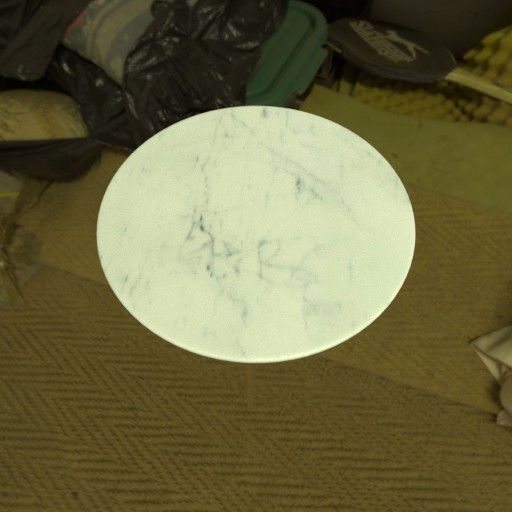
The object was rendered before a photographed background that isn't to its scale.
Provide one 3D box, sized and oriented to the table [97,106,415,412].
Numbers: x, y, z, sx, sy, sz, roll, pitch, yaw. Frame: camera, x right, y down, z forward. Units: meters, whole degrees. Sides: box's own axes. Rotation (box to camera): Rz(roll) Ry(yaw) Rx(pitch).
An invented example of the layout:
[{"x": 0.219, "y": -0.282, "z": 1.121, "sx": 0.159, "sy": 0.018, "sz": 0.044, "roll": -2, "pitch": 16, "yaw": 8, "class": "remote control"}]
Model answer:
[{"x": 0.000, "y": 0.000, "z": 1.318, "sx": 0.800, "sy": 0.450, "sz": 0.800, "roll": 0, "pitch": 58, "yaw": 0, "class": "table"}]
